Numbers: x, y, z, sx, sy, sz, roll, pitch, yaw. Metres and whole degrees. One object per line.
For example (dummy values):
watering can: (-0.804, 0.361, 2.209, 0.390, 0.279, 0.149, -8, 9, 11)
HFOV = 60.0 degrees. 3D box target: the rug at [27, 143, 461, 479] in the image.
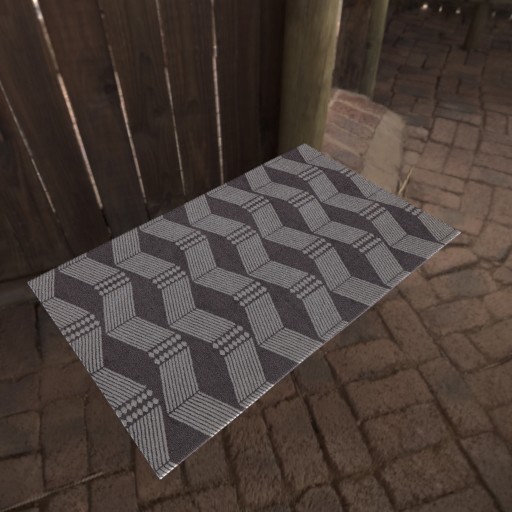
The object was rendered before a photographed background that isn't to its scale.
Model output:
rug: (0.000, 0.000, 2.901, 2.435, 0.011, 1.517, -32, 54, -27)
